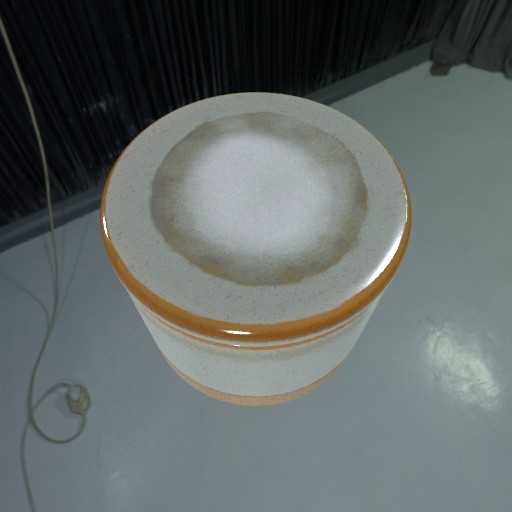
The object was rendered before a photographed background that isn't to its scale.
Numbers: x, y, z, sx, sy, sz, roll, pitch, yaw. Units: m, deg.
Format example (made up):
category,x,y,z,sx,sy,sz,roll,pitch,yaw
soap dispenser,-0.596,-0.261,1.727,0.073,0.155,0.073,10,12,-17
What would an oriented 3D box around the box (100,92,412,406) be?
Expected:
category,x,y,z,sx,sy,sz,roll,pitch,yaw
box,0.000,0.000,0.215,0.123,0.100,0.123,0,57,0
